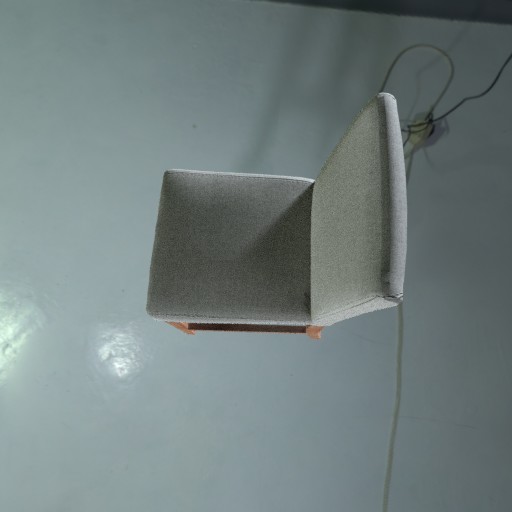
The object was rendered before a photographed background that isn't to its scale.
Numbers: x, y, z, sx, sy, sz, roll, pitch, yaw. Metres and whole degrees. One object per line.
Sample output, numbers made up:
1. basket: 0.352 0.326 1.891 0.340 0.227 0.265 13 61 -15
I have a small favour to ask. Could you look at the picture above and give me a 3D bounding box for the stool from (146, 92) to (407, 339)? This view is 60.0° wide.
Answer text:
1. stool: 0.000 0.000 1.355 0.570 1.088 0.439 3 76 1
